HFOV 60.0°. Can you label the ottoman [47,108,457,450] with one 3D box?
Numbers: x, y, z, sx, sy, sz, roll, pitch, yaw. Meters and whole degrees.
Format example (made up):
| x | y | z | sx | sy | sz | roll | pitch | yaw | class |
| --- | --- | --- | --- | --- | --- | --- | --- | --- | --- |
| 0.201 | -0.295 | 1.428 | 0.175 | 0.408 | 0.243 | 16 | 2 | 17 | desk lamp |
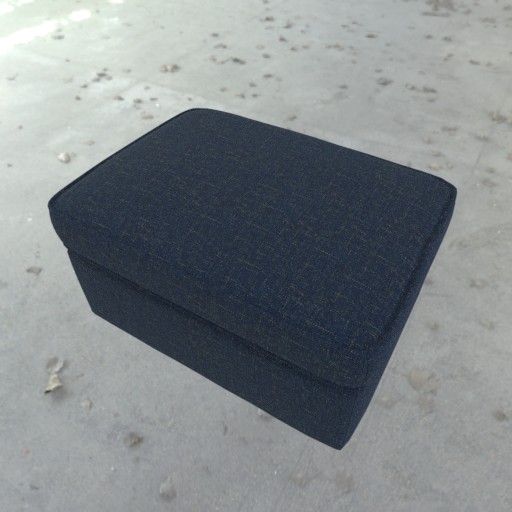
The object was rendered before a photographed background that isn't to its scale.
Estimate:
| x | y | z | sx | sy | sz | roll | pitch | yaw | class |
| --- | --- | --- | --- | --- | --- | --- | --- | --- | --- |
| 0.000 | 0.000 | 1.068 | 0.749 | 0.450 | 0.549 | 23 | 49 | 22 | ottoman |
